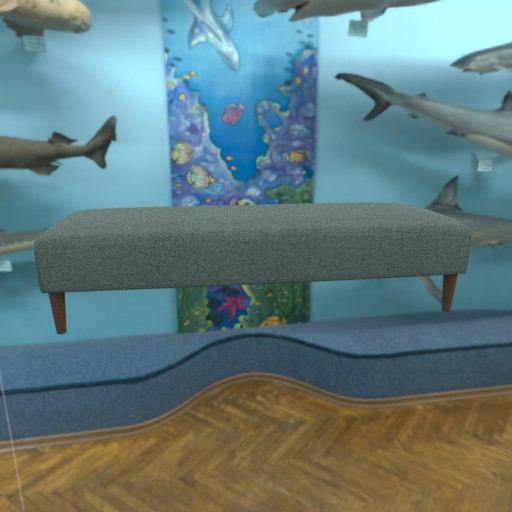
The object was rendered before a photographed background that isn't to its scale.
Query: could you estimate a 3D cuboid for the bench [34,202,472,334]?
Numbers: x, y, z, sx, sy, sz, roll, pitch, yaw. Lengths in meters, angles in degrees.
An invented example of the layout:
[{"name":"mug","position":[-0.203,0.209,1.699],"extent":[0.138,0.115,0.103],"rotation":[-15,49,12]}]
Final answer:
[{"name":"bench","position":[0.000,0.000,1.906],"extent":[1.598,0.384,0.631],"rotation":[-2,16,-8]}]
